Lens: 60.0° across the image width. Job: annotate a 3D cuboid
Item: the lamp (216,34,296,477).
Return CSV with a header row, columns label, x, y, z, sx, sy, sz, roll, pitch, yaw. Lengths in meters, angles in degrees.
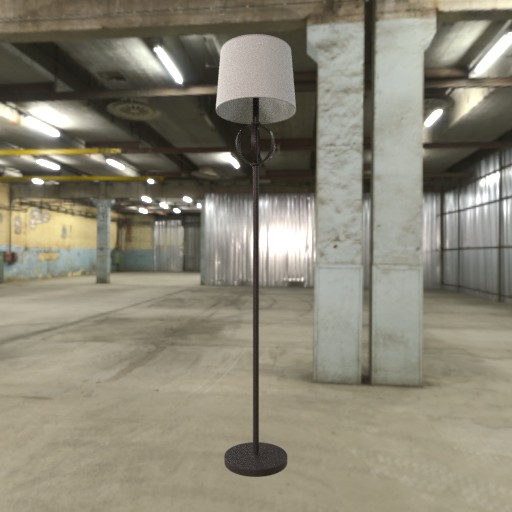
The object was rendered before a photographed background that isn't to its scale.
label,x,y,z,sx,sy,sz,roll,pitch,yaw
lamp,0.000,0.000,1.582,0.286,1.462,0.286,0,-1,35
